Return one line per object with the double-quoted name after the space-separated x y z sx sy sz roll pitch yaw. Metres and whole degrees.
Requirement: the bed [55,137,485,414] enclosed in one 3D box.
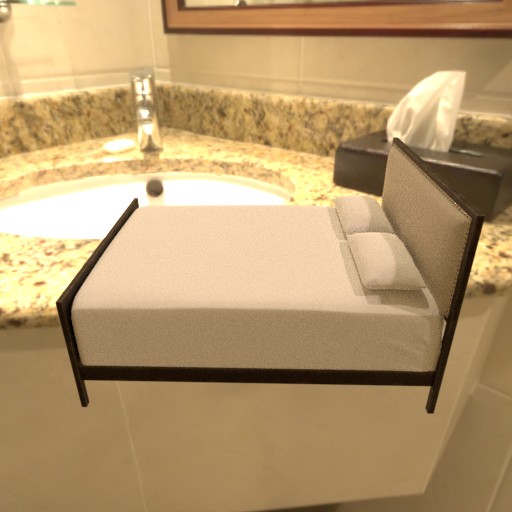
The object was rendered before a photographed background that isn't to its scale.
0.000 0.000 3.146 2.221 1.313 1.607 1 28 1 "bed"
